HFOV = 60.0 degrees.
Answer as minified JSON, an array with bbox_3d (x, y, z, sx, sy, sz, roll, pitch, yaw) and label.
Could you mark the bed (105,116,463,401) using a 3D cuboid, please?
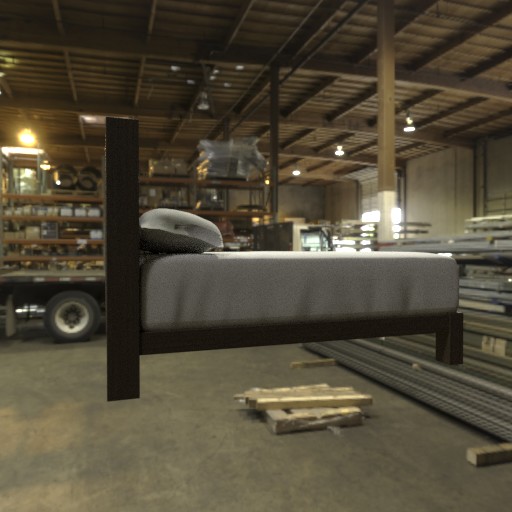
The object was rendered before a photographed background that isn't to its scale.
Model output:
[{"bbox_3d":[0.000,0.000,3.100,1.992,1.261,1.735,0,1,-19],"label":"bed"}]
